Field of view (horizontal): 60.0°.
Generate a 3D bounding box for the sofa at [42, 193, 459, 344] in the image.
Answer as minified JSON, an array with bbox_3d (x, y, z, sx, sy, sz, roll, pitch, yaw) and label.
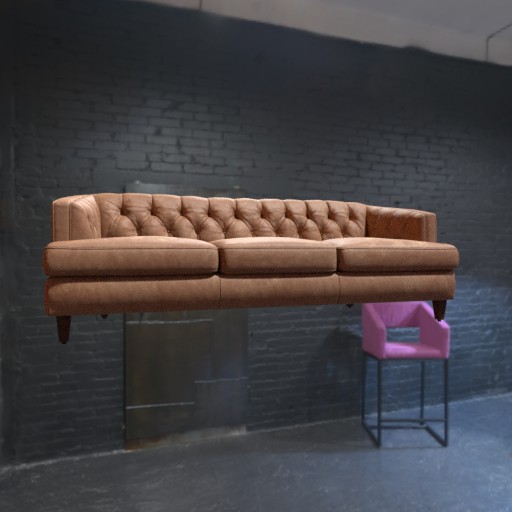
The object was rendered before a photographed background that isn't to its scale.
[{"bbox_3d":[0.000,0.000,2.701,2.257,0.791,0.922,0,1,-18],"label":"sofa"}]
